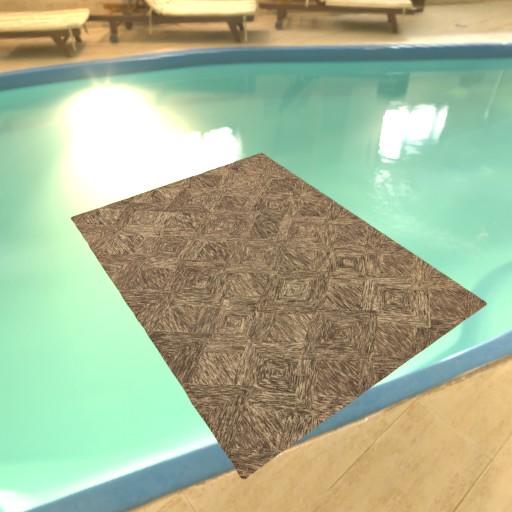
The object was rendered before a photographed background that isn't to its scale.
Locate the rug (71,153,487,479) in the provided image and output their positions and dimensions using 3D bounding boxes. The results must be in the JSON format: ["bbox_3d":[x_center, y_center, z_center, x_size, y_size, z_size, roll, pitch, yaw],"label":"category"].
[{"bbox_3d":[0.000,0.000,4.115,2.448,0.017,3.204,-25,47,-26],"label":"rug"}]
